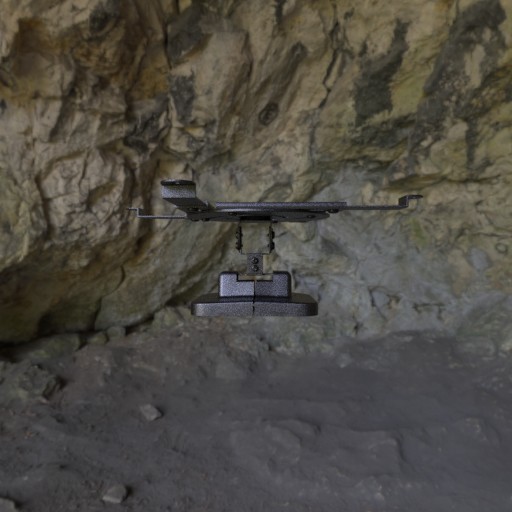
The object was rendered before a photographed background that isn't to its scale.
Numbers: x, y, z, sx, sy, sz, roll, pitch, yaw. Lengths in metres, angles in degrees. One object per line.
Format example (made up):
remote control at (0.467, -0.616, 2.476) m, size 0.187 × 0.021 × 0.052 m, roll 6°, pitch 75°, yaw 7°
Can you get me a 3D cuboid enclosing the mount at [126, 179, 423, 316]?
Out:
mount at (0.000, 0.000, 0.594) m, size 0.394 × 0.141 × 0.394 m, roll 0°, pitch 1°, yaw 1°
